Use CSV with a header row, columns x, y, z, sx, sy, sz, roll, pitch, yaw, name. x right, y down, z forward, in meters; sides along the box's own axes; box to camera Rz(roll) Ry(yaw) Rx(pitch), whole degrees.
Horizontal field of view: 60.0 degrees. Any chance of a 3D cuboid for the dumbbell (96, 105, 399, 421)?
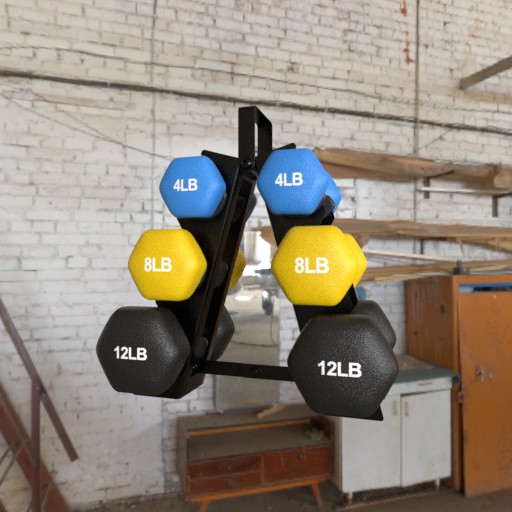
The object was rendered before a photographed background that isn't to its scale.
x,y,z,sx,sy,sz,roll,pitch,yaw,name
0.000,0.000,0.670,0.409,0.426,0.255,0,0,17,dumbbell
